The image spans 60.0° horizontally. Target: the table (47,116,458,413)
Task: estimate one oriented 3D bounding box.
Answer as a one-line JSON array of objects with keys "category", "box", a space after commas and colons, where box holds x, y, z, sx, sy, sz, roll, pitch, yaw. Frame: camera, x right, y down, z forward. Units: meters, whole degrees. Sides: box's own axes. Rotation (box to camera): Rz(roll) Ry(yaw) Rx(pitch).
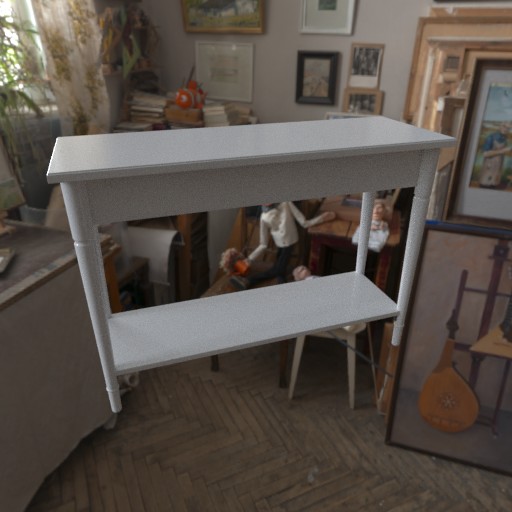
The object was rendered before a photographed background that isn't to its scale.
[{"category": "table", "box": [0.000, 0.000, 1.421, 1.067, 0.749, 0.381, -9, 28, -17]}]
